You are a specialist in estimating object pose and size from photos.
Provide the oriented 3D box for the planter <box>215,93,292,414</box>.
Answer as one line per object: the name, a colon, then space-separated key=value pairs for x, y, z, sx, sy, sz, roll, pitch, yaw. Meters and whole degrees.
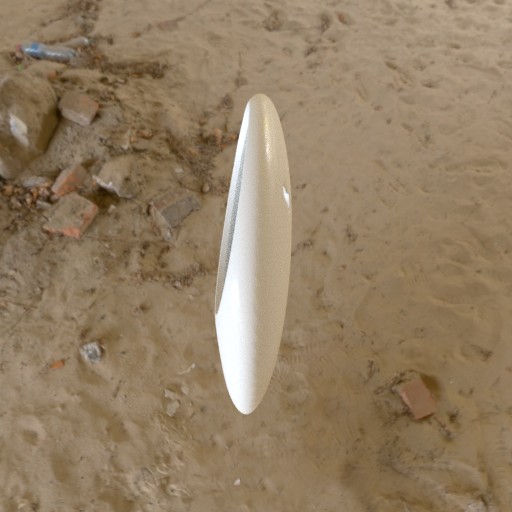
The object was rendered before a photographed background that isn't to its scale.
planter: x=0.000 y=0.000 z=0.276 sx=0.043 sy=0.188 sz=0.185 roll=3 pitch=58 yaw=2
